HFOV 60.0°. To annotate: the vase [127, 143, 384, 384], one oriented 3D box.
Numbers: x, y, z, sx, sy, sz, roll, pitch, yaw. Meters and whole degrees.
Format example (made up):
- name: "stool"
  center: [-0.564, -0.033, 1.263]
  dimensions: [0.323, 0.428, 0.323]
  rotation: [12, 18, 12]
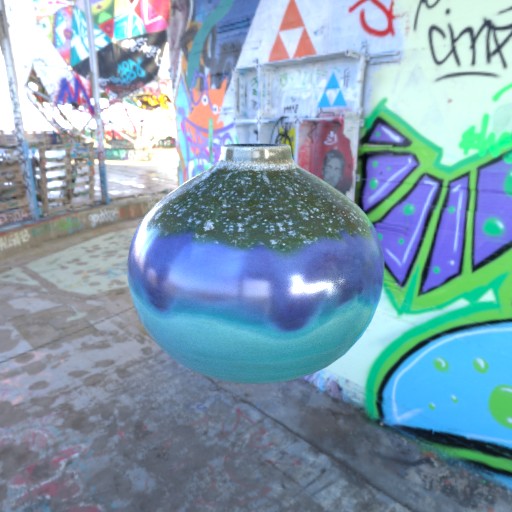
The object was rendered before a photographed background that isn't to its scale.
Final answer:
- name: "vase"
  center: [0.000, 0.000, 0.273]
  dimensions: [0.154, 0.133, 0.154]
  rotation: [0, 17, 0]
